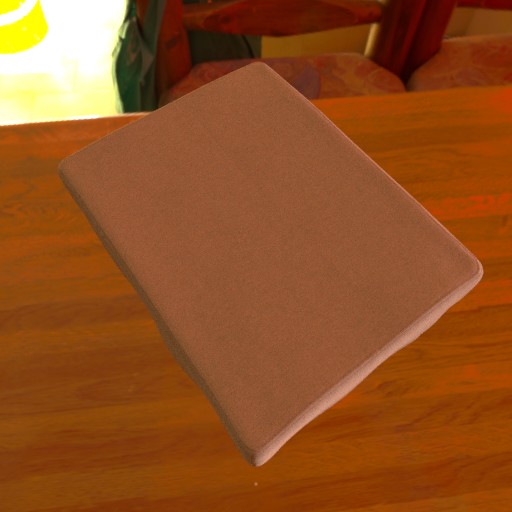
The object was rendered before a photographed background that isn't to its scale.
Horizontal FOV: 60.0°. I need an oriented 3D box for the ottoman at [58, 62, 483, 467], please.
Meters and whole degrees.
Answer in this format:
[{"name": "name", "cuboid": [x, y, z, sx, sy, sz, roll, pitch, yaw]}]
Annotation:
[{"name": "ottoman", "cuboid": [0.000, 0.000, 1.198, 0.648, 0.461, 0.833, -33, 68, -16]}]
